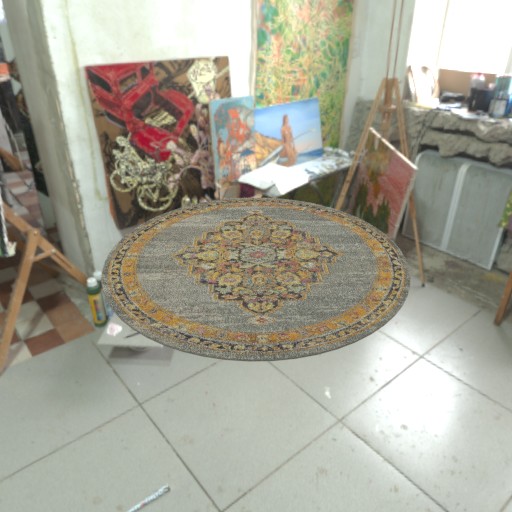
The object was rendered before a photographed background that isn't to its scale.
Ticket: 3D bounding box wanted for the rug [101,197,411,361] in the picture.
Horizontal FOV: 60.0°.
[{"bbox_3d":[0.000,0.000,3.562,2.382,0.014,2.382,0,30,0],"label":"rug"}]
